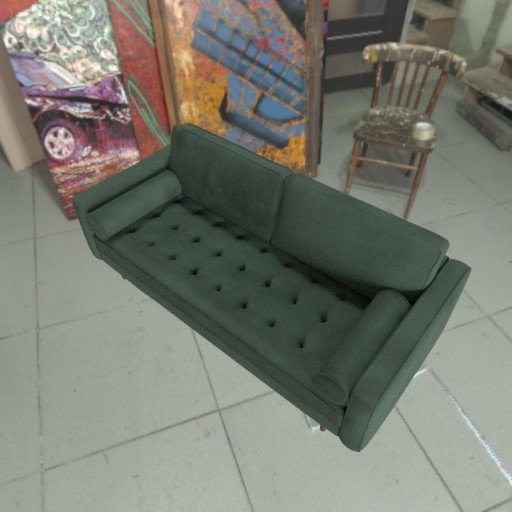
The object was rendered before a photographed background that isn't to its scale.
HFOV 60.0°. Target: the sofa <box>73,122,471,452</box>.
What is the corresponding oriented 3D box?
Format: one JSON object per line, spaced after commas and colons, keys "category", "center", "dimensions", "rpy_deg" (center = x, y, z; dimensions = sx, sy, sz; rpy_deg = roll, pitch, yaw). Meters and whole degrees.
{"category": "sofa", "center": [0.000, 0.000, 2.333], "dimensions": [1.880, 0.772, 0.916], "rpy_deg": [30, 52, 27]}
